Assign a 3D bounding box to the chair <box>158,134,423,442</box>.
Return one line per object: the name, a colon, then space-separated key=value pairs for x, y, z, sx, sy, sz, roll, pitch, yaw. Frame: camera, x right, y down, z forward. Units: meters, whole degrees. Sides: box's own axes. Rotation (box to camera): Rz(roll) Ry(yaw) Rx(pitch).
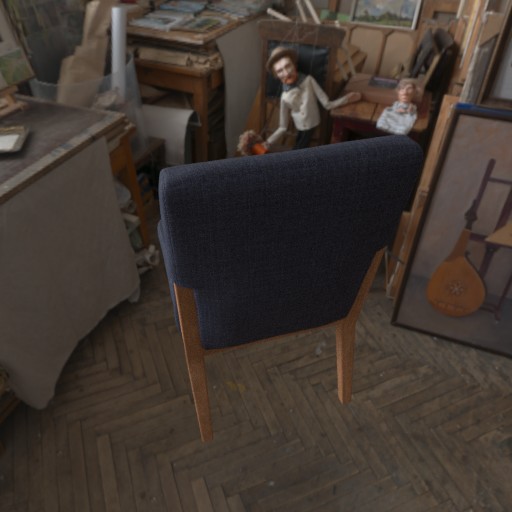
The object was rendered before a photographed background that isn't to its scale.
chair: x=0.000 y=0.000 z=1.248 sx=0.507 sy=0.911 sz=0.586 roll=-11 pitch=43 yaw=-12
